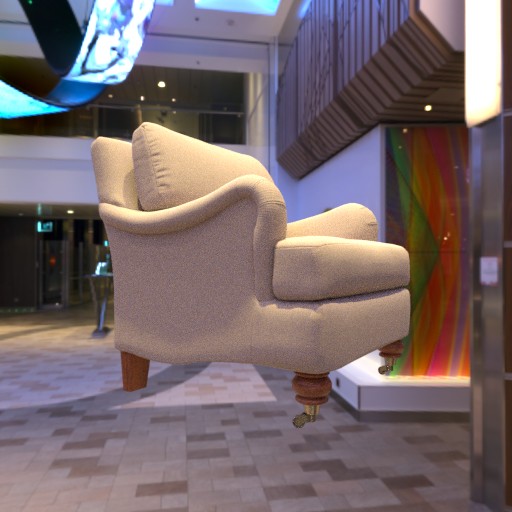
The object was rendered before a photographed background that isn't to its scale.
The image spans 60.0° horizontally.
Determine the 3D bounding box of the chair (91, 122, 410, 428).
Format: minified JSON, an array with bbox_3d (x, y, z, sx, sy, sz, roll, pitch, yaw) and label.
[{"bbox_3d":[0.000,0.000,1.861,1.070,1.038,0.955,0,-1,34],"label":"chair"}]
